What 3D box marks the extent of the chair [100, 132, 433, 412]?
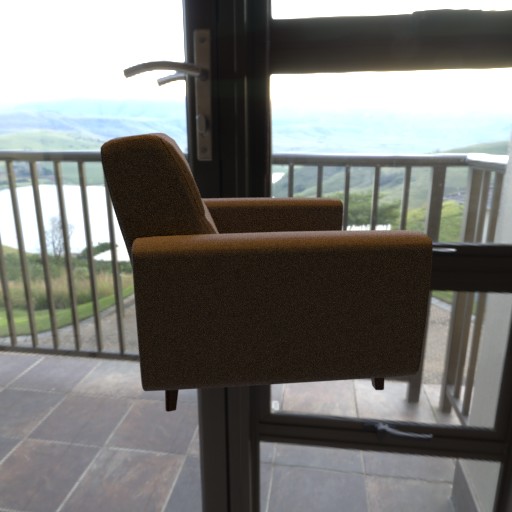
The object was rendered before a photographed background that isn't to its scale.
[{"bbox_3d":[0.000,0.000,1.566,0.907,0.839,0.831,-3,16,-9],"label":"chair"}]
